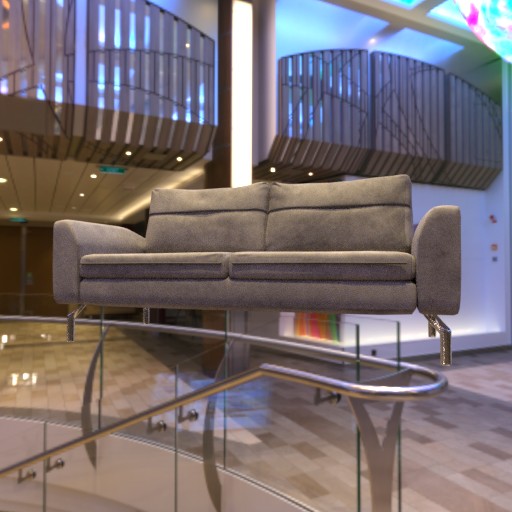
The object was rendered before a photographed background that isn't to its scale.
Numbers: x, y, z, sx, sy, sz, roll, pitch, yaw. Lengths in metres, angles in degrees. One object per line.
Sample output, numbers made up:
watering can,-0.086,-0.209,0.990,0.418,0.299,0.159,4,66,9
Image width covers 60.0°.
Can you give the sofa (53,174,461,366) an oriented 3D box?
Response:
sofa,0.000,0.000,2.278,1.837,0.859,0.849,0,-1,18
